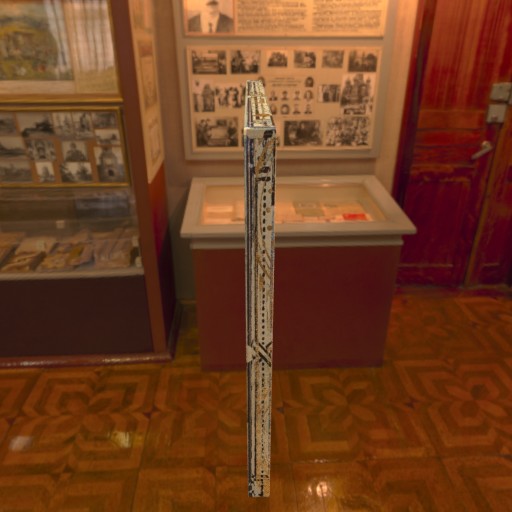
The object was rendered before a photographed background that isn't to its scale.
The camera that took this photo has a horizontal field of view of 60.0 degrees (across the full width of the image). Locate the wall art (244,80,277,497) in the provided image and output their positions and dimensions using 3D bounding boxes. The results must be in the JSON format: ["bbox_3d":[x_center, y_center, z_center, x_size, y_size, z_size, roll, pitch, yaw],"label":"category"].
[{"bbox_3d":[0.000,0.000,0.886,0.036,0.607,0.609,0,26,-1],"label":"wall art"}]
